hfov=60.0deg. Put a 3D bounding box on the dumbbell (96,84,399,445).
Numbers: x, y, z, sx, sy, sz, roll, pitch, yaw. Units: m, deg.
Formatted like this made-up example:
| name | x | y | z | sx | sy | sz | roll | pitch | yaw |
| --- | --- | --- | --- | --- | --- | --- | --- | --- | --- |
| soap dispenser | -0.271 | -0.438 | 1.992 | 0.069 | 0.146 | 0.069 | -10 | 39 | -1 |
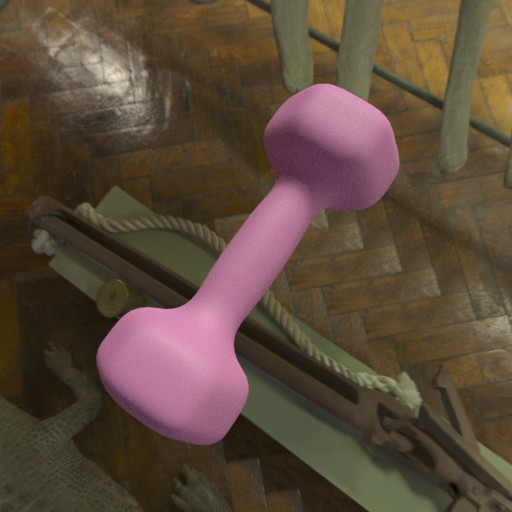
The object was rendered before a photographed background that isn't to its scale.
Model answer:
| name | x | y | z | sx | sy | sz | roll | pitch | yaw |
| --- | --- | --- | --- | --- | --- | --- | --- | --- | --- |
| dumbbell | 0.000 | 0.000 | 0.193 | 0.064 | 0.058 | 0.159 | 34 | 78 | 8 |
